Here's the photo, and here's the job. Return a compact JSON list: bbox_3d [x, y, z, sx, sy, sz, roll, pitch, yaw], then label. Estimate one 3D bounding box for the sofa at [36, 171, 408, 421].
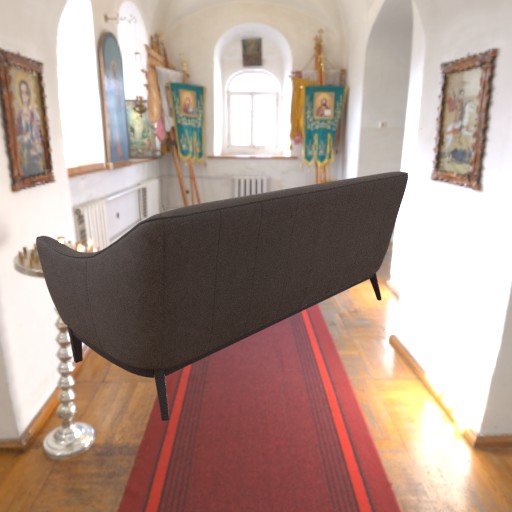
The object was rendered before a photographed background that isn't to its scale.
[{"bbox_3d":[0.000,0.000,2.360,0.869,0.831,1.928,16,23,42],"label":"sofa"}]
